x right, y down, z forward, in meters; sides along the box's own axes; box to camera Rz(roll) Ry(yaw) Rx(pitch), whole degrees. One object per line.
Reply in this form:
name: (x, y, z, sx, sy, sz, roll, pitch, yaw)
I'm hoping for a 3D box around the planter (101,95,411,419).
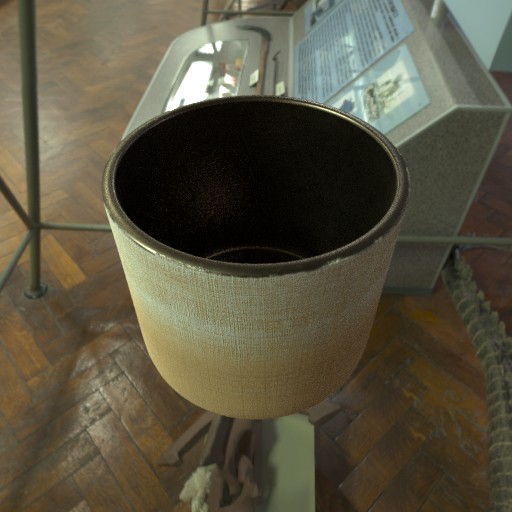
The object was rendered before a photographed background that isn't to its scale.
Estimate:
planter: (0.000, 0.000, 0.444, 0.254, 0.221, 0.254, 0, 46, 0)
